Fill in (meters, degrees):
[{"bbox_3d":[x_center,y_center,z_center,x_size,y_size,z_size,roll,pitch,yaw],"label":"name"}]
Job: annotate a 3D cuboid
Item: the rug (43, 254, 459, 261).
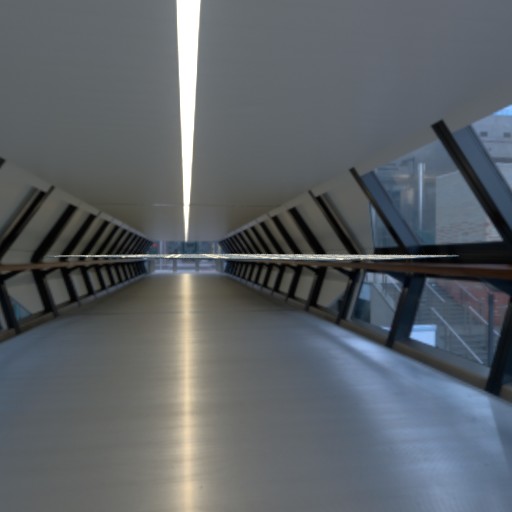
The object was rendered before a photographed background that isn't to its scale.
[{"bbox_3d":[0.000,0.000,3.874,2.867,0.020,2.277,1,1,35],"label":"rug"}]
